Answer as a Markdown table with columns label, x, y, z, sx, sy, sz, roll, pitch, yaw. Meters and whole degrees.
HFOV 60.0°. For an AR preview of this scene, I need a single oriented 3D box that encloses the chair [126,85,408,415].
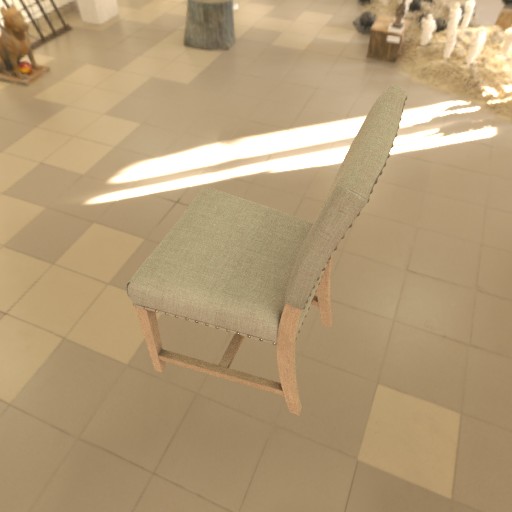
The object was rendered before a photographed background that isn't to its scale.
| label | x | y | z | sx | sy | sz | roll | pitch | yaw |
| --- | --- | --- | --- | --- | --- | --- | --- | --- | --- |
| chair | 0.000 | 0.000 | 1.348 | 0.622 | 0.986 | 0.508 | 17 | 49 | 15 |
